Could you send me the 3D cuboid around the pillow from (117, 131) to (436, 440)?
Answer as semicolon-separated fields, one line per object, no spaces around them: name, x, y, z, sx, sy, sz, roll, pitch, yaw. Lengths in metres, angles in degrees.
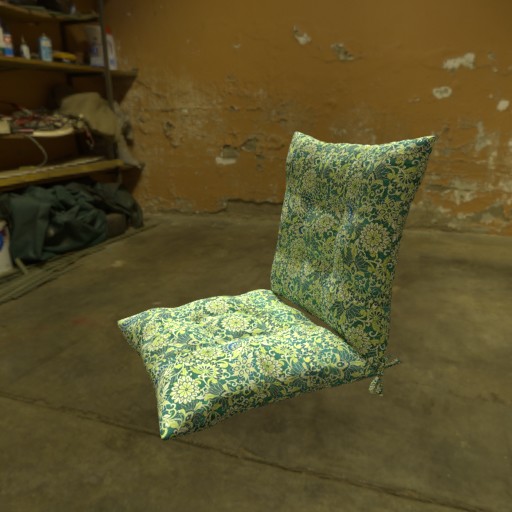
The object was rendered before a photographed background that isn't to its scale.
pillow;0.000;0.000;1.011;0.585;0.536;0.541;-8;19;-24
